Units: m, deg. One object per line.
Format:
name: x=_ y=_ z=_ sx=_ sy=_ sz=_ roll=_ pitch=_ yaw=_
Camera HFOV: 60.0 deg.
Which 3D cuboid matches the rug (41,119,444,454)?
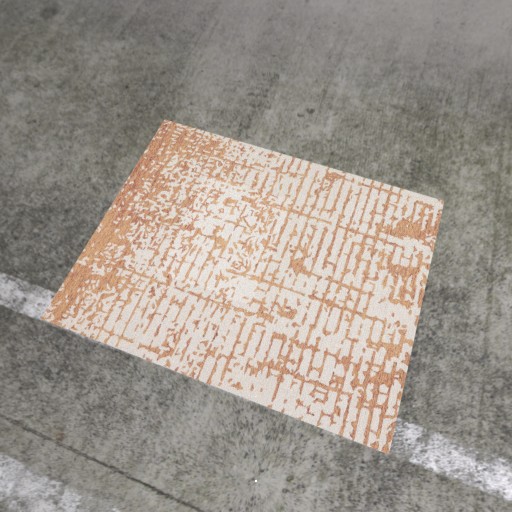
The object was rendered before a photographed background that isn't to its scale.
rug: x=0.000 y=0.000 z=4.098 sx=3.050 sy=0.011 sz=2.441 roll=18 pitch=65 yaw=9
